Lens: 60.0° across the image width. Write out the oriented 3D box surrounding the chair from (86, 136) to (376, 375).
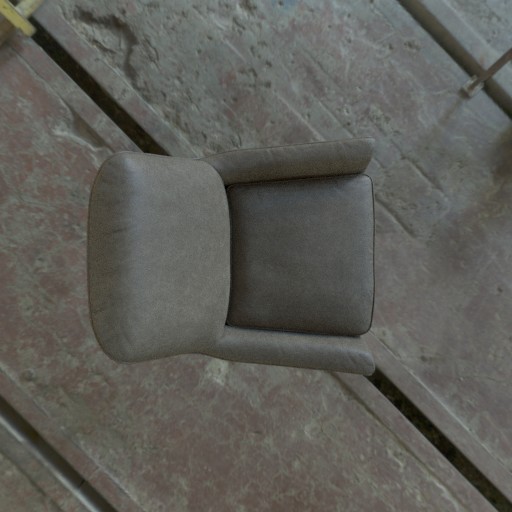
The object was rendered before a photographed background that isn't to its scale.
[{"bbox_3d":[0.000,0.000,1.485,0.824,0.888,0.787,0,91,-1],"label":"chair"}]
